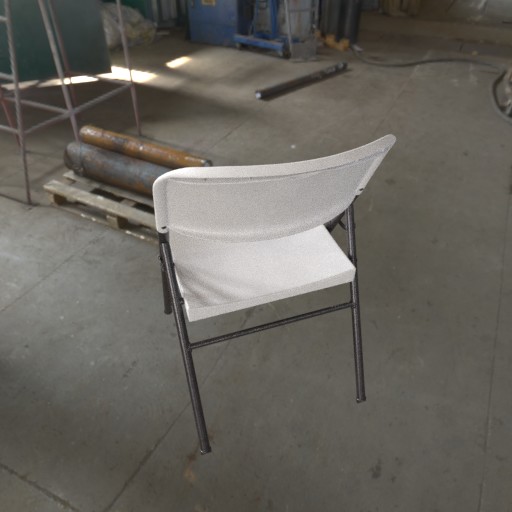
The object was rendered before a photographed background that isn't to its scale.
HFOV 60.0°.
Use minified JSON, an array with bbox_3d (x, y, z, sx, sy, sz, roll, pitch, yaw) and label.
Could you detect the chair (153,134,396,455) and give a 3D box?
[{"bbox_3d":[0.000,0.000,1.163,0.494,0.810,0.566,-12,41,-15],"label":"chair"}]
